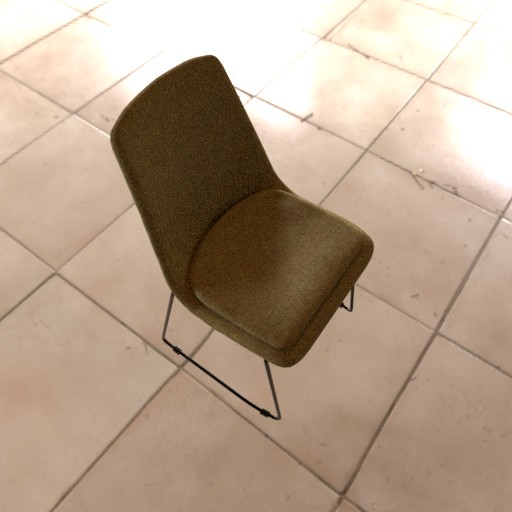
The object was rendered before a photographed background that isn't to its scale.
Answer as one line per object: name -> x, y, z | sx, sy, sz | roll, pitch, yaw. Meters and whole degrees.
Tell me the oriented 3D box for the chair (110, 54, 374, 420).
chair -> 0.000, 0.000, 1.146 | 0.496, 0.849, 0.479 | 31, 63, 18
